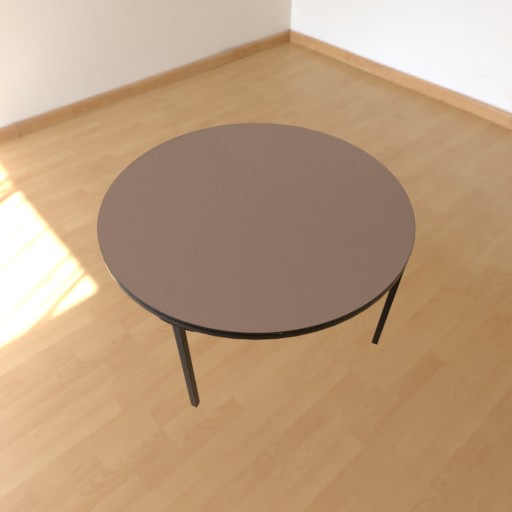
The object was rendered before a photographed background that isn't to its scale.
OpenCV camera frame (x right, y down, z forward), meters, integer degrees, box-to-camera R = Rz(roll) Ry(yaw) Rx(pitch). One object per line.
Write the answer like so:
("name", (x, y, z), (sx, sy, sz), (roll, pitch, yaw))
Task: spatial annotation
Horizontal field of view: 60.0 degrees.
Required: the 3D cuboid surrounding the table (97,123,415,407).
("table", (0.000, 0.000, 1.289), (0.800, 0.400, 0.800), (0, 46, 0))
